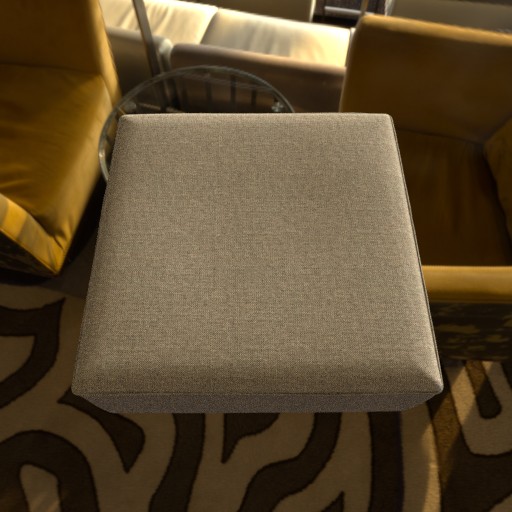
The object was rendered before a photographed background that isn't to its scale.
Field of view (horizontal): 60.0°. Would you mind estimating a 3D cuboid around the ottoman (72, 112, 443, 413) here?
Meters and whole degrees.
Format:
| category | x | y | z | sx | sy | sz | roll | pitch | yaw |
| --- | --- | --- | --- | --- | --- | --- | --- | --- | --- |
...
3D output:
| category | x | y | z | sx | sy | sz | roll | pitch | yaw |
| --- | --- | --- | --- | --- | --- | --- | --- | --- | --- |
| ottoman | 0.000 | 0.000 | 1.553 | 1.023 | 0.423 | 1.017 | 0 | 63 | 0 |
